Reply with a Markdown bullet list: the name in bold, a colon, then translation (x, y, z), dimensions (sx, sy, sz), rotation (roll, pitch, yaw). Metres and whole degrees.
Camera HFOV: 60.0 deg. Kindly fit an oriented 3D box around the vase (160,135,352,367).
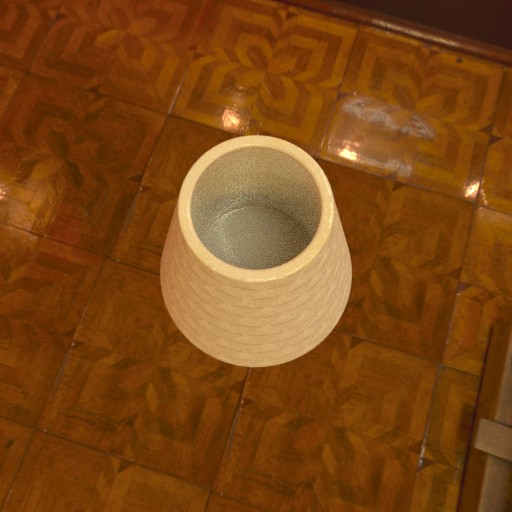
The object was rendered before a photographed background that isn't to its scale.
- **vase**: translation (0.000, 0.000, 0.359), dimensions (0.175, 0.230, 0.175), rotation (0, 76, 0)
